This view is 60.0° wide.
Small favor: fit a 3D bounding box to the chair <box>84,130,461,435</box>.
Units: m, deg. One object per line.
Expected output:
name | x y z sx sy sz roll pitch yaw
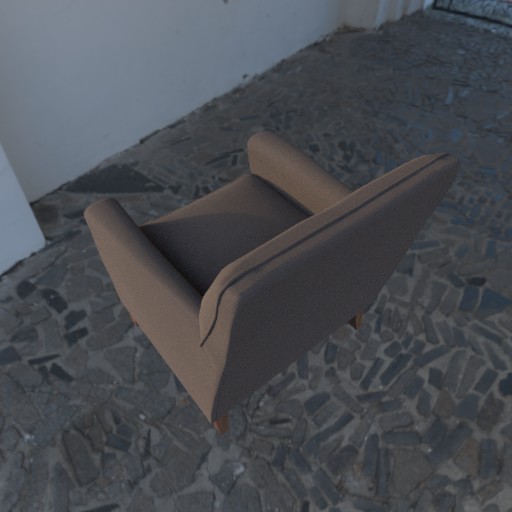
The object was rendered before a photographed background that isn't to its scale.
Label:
chair | 0.000 0.000 1.555 0.836 0.911 0.831 -30 53 -26
